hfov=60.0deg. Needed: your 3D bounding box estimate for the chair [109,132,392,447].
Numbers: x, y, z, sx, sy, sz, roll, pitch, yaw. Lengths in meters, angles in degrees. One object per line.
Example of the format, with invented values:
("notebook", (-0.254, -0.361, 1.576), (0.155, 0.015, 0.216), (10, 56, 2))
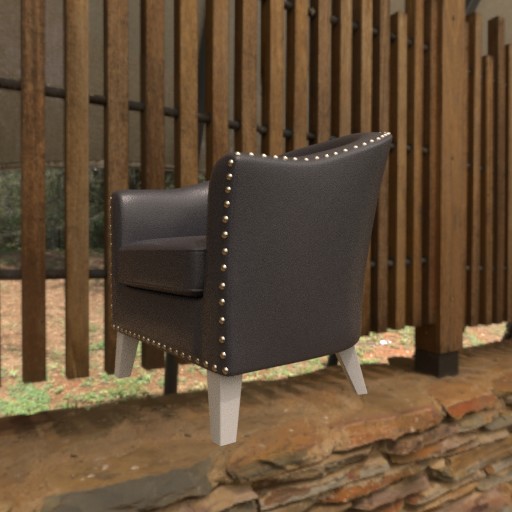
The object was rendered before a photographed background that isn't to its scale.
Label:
("chair", (0.000, 0.000, 1.420), (0.748, 0.823, 0.794), (0, 1, -36))
